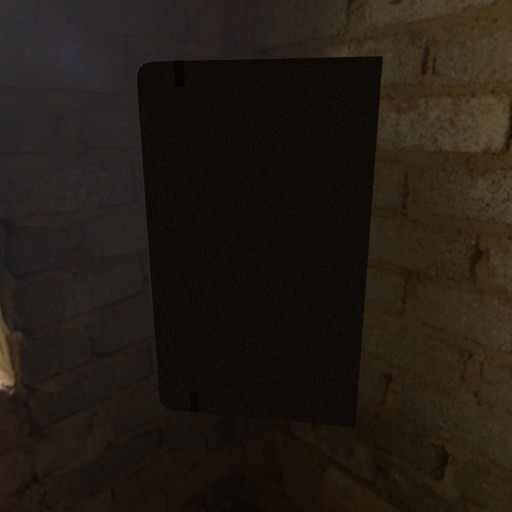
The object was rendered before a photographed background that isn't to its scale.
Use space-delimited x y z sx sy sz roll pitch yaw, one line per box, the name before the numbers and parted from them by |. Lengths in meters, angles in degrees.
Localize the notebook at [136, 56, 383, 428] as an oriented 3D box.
notebook | 0.000 0.000 0.261 0.127 0.213 0.016 2 17 8
